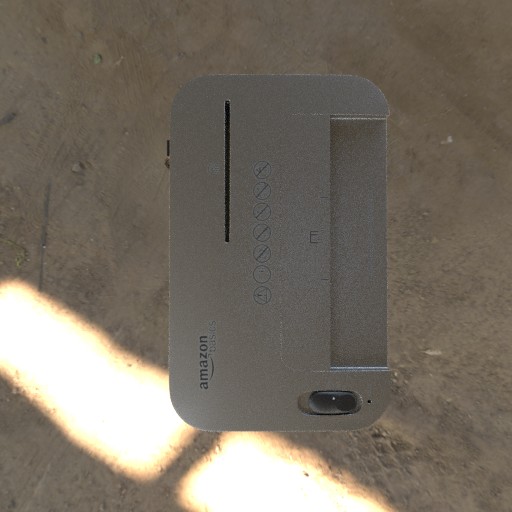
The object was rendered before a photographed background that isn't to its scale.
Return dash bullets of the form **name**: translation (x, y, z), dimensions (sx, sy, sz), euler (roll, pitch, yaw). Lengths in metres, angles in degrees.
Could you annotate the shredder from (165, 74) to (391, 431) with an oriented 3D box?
- **shredder**: translation (0.000, 0.000, 0.592), dimensions (0.237, 0.419, 0.311), euler (0, 89, -1)
